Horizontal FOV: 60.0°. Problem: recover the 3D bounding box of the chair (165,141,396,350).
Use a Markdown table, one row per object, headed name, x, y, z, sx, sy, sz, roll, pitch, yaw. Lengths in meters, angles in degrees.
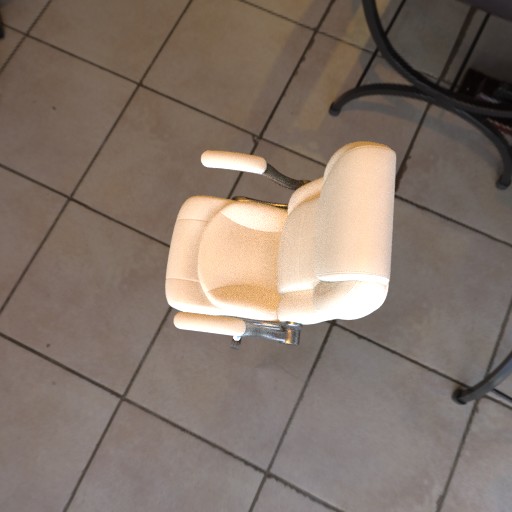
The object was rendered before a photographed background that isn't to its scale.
| name | x | y | z | sx | sy | sz | roll | pitch | yaw |
| --- | --- | --- | --- | --- | --- | --- | --- | --- | --- |
| chair | 0.000 | 0.000 | 1.881 | 0.806 | 1.330 | 0.755 | 7 | 76 | 2 |
